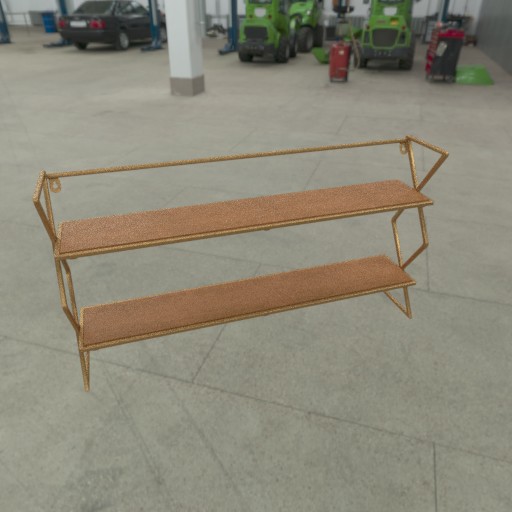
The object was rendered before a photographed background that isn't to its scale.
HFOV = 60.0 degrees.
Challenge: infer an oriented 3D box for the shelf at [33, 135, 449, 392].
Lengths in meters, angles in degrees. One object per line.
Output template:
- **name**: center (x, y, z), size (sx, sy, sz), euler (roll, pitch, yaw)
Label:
- **shelf**: center (0.000, 0.000, 1.013), size (0.822, 0.450, 0.150), euler (-9, 32, -15)
